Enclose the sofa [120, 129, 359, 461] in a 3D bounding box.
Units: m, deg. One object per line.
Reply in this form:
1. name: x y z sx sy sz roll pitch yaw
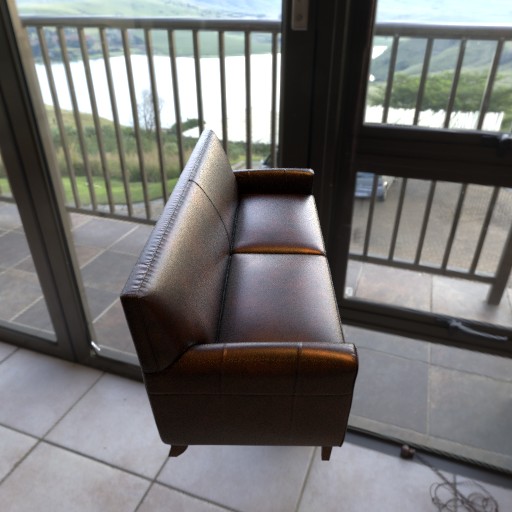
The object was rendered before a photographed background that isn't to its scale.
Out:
1. sofa: 0.000 0.000 2.411 0.786 0.871 1.995 1 30 1
